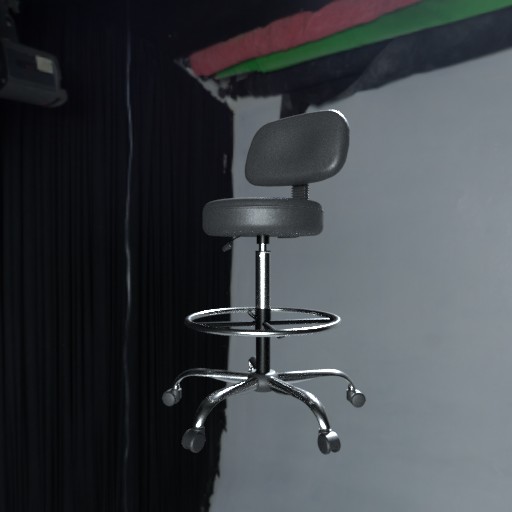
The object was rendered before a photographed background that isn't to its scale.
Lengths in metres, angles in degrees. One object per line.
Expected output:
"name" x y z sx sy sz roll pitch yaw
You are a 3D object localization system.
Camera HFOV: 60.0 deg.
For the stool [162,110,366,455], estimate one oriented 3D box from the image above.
"stool" 0.000 0.000 1.467 0.694 1.069 0.658 1 1 36
